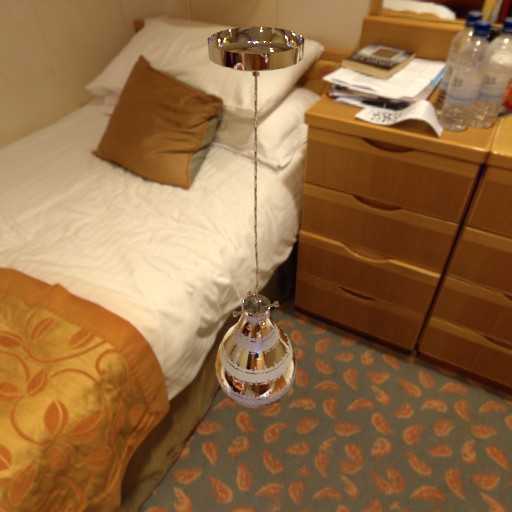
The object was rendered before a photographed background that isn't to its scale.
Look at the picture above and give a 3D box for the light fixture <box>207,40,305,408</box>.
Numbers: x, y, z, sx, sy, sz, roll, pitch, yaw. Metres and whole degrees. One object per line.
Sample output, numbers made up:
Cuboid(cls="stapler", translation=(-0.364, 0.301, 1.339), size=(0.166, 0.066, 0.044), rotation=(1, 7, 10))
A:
Cuboid(cls="light fixture", translation=(0.000, 0.000, 1.607), size=(0.374, 1.457, 0.374), rotation=(-12, 42, -13))
